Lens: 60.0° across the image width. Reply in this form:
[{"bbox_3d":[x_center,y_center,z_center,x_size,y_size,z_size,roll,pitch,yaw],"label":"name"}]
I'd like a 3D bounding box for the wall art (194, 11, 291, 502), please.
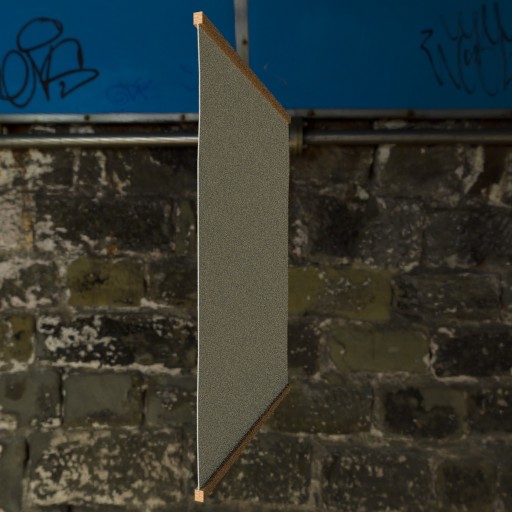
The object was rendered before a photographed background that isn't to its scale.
[{"bbox_3d":[0.000,0.000,0.767,0.011,0.605,0.458,0,1,18],"label":"wall art"}]
